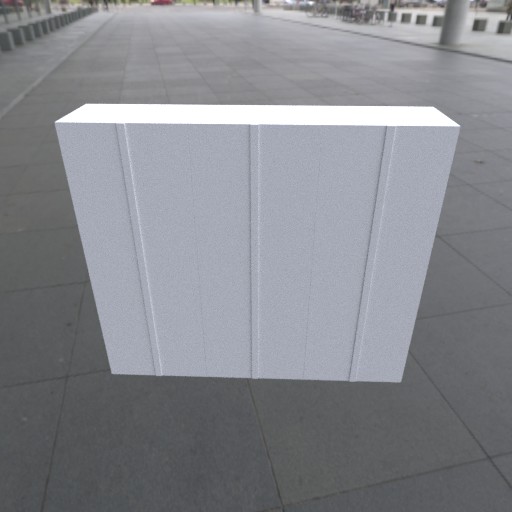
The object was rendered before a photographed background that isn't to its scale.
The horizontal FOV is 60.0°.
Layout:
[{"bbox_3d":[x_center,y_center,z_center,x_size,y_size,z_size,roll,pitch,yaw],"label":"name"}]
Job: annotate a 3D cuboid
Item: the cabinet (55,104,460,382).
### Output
[{"bbox_3d":[0.000,0.000,3.792,2.700,2.370,0.590,1,31,2],"label":"cabinet"}]
